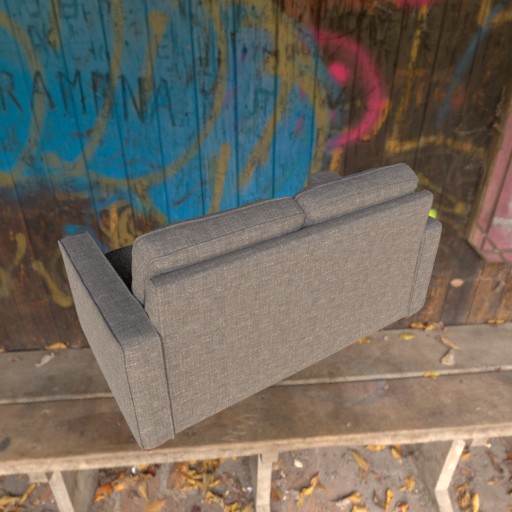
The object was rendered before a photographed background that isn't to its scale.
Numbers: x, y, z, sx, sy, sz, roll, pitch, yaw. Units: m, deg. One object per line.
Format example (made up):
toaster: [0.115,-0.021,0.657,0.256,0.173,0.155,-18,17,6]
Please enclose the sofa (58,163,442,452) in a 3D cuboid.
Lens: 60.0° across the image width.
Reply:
sofa: [0.000,0.000,2.269,1.709,0.918,0.947,-19,36,-28]
